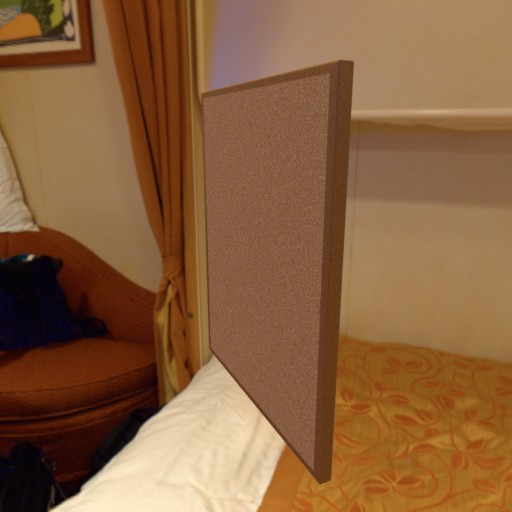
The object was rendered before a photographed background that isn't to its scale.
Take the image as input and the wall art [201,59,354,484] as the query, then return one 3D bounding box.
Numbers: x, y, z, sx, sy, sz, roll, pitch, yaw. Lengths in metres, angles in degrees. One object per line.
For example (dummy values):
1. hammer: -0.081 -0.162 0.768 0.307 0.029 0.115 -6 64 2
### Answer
1. wall art: 0.000 0.000 0.513 0.015 0.379 0.310 -7 17 -25
